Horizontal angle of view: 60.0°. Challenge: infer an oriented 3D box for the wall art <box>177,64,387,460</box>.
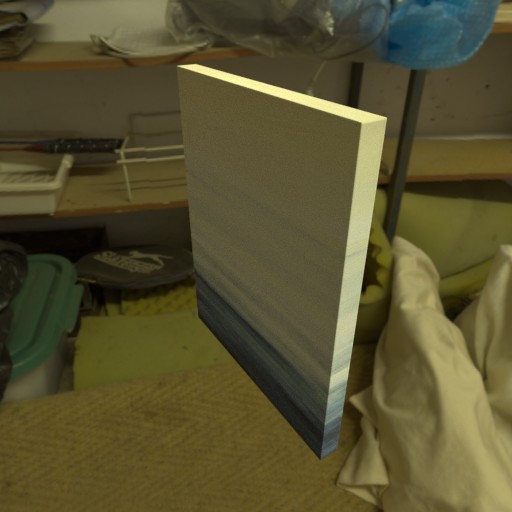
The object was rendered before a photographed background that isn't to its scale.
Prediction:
[{"bbox_3d":[0.000,0.000,0.833,0.040,0.608,0.489,-19,36,-28],"label":"wall art"}]
